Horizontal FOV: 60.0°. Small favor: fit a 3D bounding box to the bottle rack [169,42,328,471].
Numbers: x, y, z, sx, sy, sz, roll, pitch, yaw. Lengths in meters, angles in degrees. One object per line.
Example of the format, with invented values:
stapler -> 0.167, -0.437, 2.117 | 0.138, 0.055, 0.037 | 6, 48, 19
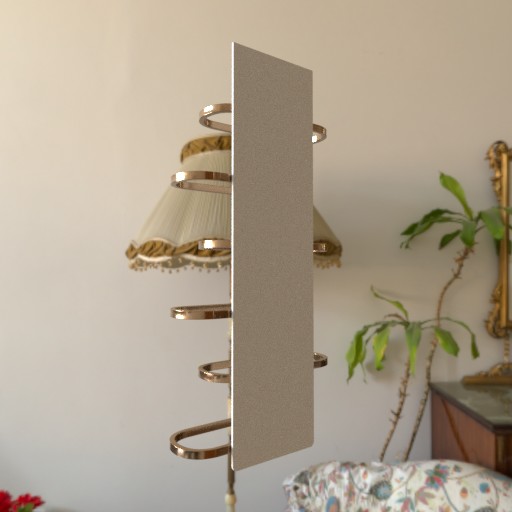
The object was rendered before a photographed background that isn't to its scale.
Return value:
bottle rack -> 0.000, 0.000, 0.830 | 0.332, 0.709, 0.118 | 1, -2, -37
